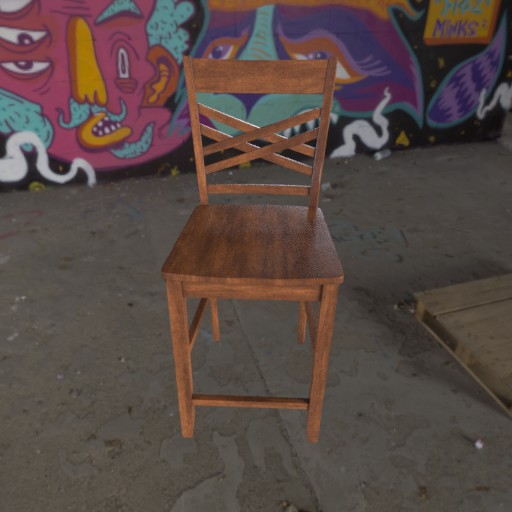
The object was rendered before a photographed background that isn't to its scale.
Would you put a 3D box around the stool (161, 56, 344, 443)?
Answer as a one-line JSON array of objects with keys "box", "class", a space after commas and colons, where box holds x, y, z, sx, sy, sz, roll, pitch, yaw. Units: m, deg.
[{"box": [0.000, 0.000, 1.373, 0.462, 1.079, 0.539, 1, 31, 2], "class": "stool"}]
